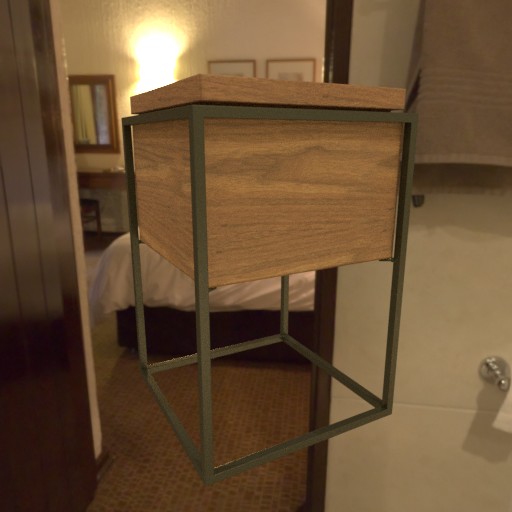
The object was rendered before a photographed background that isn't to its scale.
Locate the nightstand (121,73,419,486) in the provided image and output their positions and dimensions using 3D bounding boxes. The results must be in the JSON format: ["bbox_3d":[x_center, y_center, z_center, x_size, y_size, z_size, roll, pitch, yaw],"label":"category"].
[{"bbox_3d":[0.000,0.000,0.876,0.397,0.607,0.397,-8,17,-28],"label":"nightstand"}]
